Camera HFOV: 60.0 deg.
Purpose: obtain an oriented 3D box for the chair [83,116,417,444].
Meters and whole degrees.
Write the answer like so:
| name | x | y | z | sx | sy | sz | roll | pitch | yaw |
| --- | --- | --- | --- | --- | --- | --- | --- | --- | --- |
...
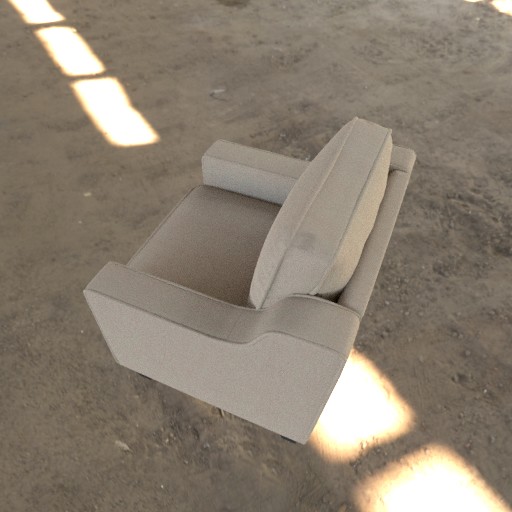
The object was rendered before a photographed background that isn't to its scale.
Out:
| name | x | y | z | sx | sy | sz | roll | pitch | yaw |
| --- | --- | --- | --- | --- | --- | --- | --- | --- | --- |
| chair | 0.000 | 0.000 | 1.657 | 0.882 | 0.948 | 0.922 | 18 | 50 | 16 |
